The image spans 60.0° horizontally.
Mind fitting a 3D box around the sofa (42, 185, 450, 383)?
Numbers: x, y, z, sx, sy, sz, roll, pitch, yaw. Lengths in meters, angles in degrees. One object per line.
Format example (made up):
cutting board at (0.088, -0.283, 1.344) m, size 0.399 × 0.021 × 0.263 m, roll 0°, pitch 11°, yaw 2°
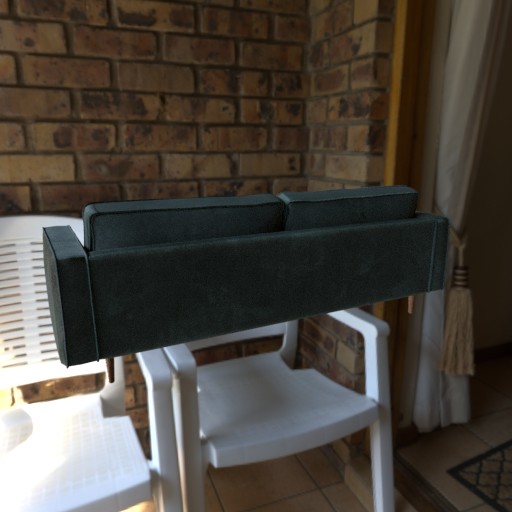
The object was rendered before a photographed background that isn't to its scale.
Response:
sofa at (0.000, 0.000, 2.572) m, size 2.214 × 0.781 × 0.886 m, roll -7°, pitch 16°, yaw -27°
